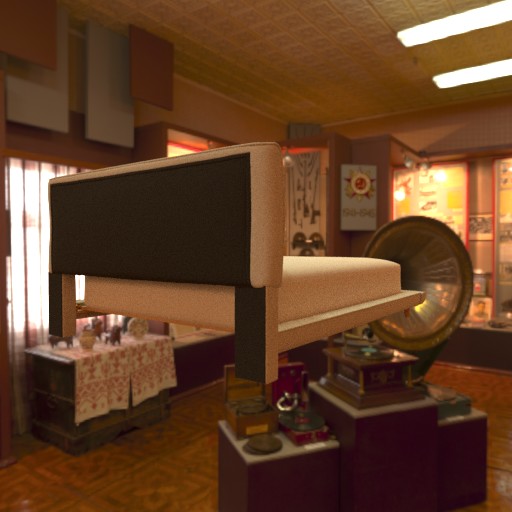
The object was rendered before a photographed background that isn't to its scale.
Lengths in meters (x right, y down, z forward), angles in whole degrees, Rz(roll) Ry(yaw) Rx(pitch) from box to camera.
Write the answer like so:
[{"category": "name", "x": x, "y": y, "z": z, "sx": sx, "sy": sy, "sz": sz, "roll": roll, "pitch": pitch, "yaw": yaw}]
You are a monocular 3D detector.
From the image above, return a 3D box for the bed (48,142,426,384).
[{"category": "bed", "x": 0.000, "y": 0.000, "z": 3.345, "sx": 1.840, "sy": 1.067, "sz": 2.368, "roll": 1, "pitch": 2, "yaw": 37}]
